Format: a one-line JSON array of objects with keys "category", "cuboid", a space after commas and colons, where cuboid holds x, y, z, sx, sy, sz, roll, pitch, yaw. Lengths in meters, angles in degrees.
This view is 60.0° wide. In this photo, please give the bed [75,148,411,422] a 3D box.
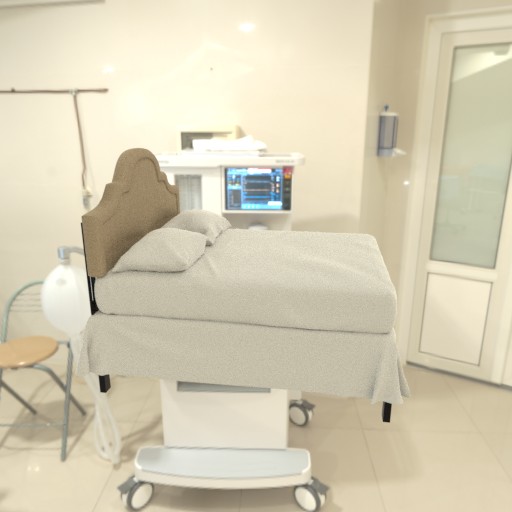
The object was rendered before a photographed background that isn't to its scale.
[{"category": "bed", "cuboid": [0.000, 0.000, 3.483, 2.222, 1.634, 1.780, 3, 17, 9]}]
